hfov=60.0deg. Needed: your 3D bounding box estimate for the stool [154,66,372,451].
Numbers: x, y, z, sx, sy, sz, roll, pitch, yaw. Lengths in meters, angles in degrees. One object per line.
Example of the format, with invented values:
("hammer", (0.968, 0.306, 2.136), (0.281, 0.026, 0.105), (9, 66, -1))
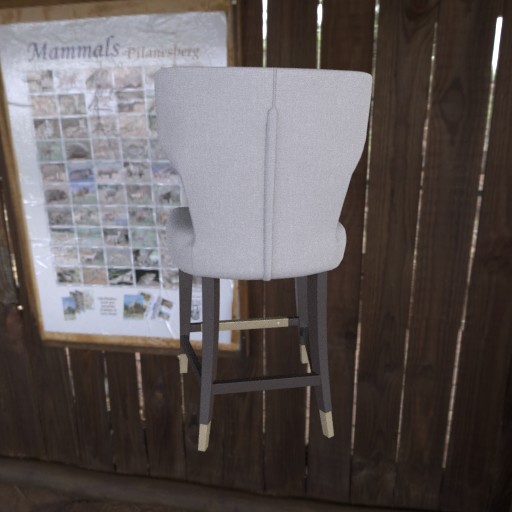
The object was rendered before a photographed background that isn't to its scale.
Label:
("stool", (0.000, 0.000, 1.317), (0.527, 0.982, 0.563), (-2, 14, -9))
